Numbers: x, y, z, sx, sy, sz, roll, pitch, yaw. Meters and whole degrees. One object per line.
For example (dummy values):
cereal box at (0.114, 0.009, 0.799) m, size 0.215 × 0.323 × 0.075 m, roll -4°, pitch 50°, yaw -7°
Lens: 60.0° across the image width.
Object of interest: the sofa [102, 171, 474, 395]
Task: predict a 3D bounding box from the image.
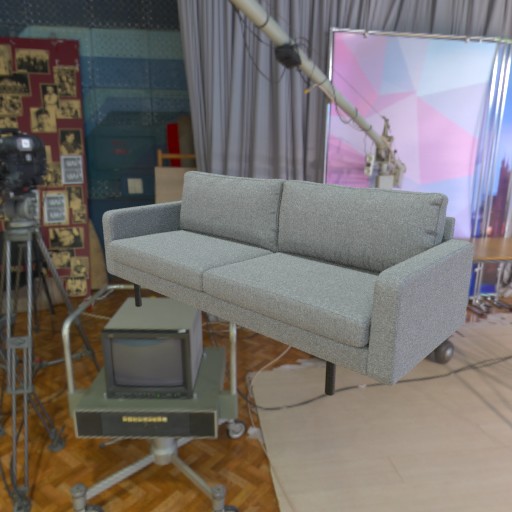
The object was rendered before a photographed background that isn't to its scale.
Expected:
sofa at (0.000, 0.000, 2.686) m, size 2.200 × 0.880 × 0.880 m, roll 14°, pitch 21°, yaw 41°
